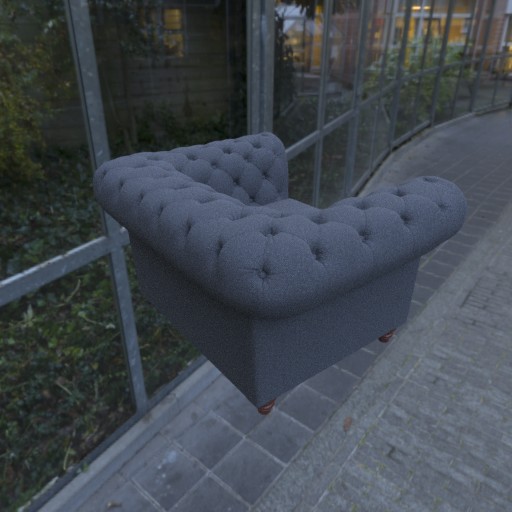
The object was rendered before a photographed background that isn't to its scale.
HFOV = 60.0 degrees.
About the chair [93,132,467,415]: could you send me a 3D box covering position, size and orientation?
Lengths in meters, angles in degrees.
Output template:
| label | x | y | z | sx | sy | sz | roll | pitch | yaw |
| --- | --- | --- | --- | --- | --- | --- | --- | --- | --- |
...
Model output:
| label | x | y | z | sx | sy | sz | roll | pitch | yaw |
| --- | --- | --- | --- | --- | --- | --- | --- | --- | --- |
| chair | 0.000 | 0.000 | 1.882 | 0.976 | 0.770 | 1.270 | -19 | 33 | -33 |
